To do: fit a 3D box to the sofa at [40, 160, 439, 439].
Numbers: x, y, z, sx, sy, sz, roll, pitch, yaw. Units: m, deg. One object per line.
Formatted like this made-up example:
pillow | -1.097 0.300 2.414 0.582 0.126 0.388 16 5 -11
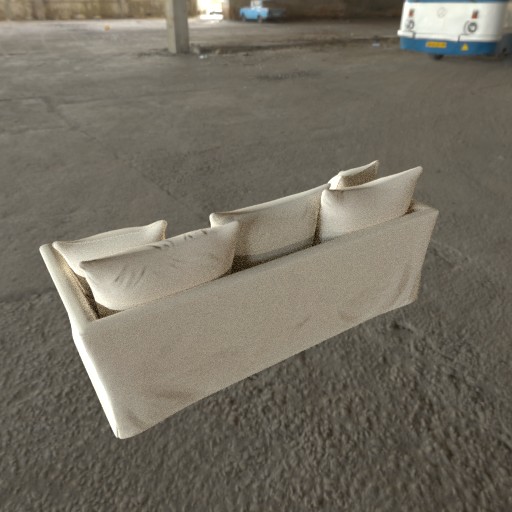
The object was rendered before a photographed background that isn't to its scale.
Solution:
sofa | 0.000 0.000 3.007 2.484 1.042 1.030 -18 35 -28
